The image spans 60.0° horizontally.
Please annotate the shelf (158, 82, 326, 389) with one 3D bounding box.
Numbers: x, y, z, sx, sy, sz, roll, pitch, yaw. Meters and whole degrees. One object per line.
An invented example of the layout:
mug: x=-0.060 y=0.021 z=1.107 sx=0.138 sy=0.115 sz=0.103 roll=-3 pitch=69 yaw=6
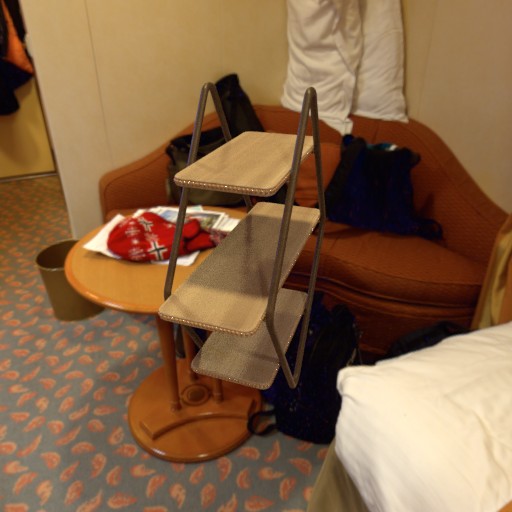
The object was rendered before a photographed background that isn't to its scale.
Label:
shelf: x=0.000 y=0.000 z=1.066 sx=0.234 sy=0.774 sz=0.609 roll=9 pitch=30 yaw=17
